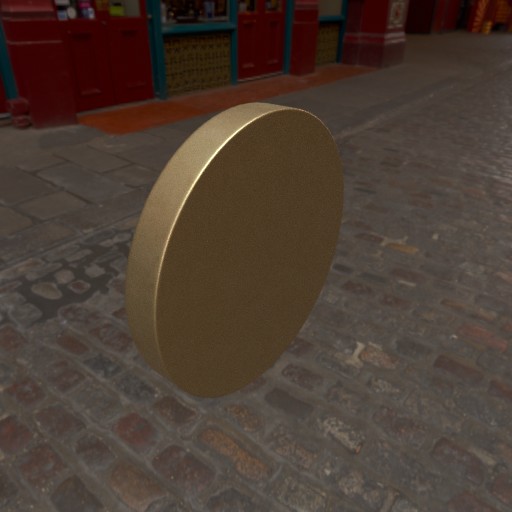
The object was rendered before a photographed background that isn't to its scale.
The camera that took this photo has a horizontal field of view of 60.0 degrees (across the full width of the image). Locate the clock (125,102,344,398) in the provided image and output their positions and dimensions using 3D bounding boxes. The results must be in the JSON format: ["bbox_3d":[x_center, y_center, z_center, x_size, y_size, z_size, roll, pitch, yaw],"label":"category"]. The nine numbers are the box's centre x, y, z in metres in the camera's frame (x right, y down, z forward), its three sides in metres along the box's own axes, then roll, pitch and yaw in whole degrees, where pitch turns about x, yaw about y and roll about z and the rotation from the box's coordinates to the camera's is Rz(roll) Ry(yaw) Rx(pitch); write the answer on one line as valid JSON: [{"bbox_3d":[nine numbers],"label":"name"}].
[{"bbox_3d":[0.000,0.000,0.482,0.040,0.314,0.314,22,37,32],"label":"clock"}]
